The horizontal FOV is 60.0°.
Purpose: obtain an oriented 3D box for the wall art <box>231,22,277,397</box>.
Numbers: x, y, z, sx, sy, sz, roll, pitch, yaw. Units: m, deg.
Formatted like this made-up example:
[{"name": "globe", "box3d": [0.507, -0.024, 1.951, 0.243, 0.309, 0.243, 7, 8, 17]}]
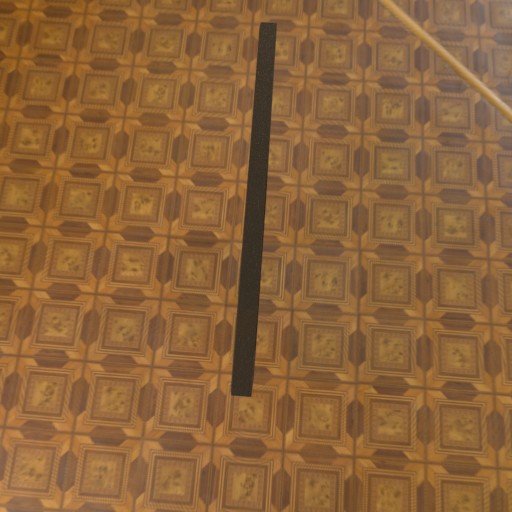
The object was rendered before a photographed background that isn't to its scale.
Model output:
[{"name": "wall art", "box3d": [0.000, 0.000, 0.651, 0.017, 0.513, 0.359, 4, 77, 1]}]
